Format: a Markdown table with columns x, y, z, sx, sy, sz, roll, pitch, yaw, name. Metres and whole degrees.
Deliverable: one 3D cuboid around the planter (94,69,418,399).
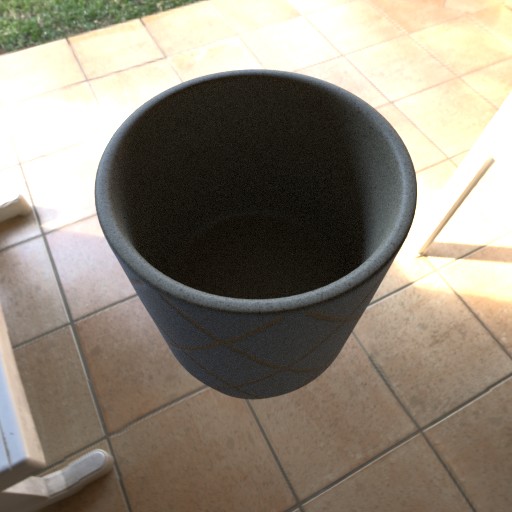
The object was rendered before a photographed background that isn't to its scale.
| x | y | z | sx | sy | sz | roll | pitch | yaw | name |
| --- | --- | --- | --- | --- | --- | --- | --- | --- | --- |
| 0.000 | 0.000 | 0.349 | 0.191 | 0.200 | 0.191 | 0 | 58 | 0 | planter |
